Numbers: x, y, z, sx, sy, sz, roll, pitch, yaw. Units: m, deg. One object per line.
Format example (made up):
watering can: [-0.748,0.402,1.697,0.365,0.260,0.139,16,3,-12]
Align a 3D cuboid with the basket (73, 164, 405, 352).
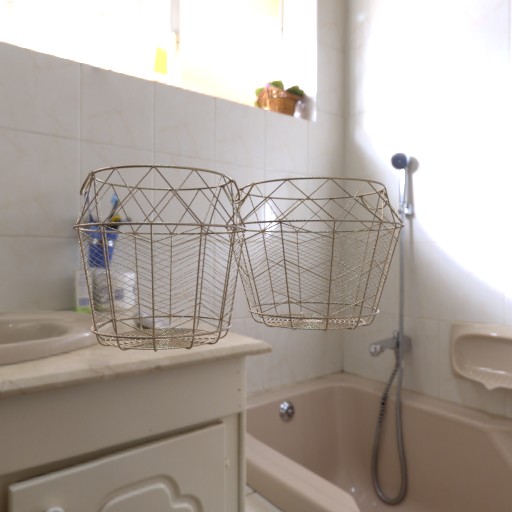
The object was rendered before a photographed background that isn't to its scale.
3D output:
basket: [0.000,0.000,1.039,0.805,0.343,0.451,0,0,-35]
